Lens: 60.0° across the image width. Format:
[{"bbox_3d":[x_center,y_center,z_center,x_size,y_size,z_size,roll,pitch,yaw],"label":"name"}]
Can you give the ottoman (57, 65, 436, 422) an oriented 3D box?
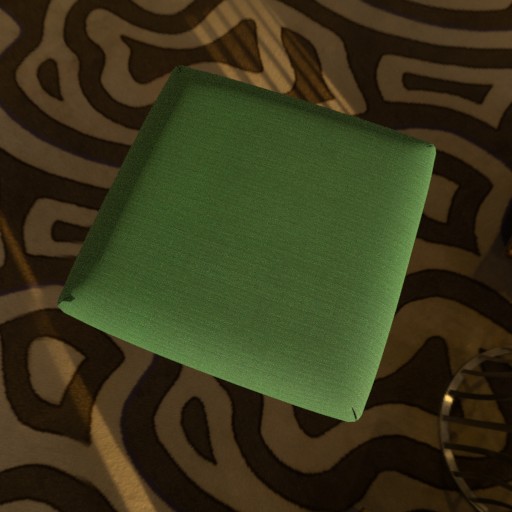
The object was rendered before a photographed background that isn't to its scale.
[{"bbox_3d":[0.000,0.000,0.907,0.507,0.475,0.497,20,75,6],"label":"ottoman"}]
